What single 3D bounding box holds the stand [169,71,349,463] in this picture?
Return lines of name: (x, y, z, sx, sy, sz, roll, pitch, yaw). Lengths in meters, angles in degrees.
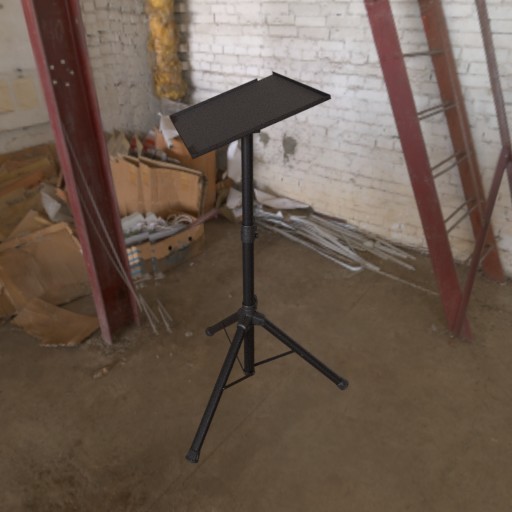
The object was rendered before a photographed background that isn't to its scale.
stand: (0.000, 0.000, 1.610, 0.702, 1.198, 0.702, -8, 31, -14)
